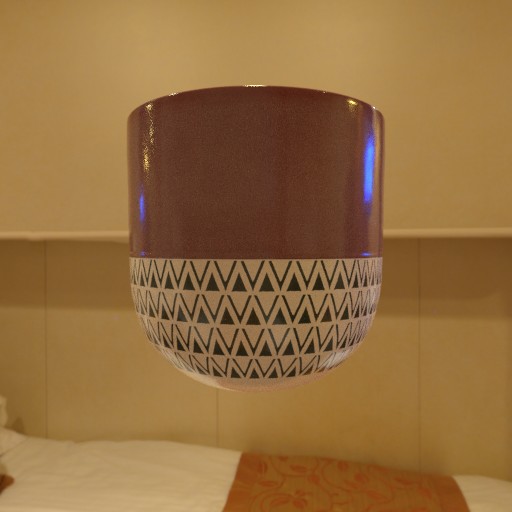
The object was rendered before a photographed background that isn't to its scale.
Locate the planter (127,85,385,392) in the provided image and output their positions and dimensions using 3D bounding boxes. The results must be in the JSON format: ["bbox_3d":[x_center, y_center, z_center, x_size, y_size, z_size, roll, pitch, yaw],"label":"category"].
[{"bbox_3d":[0.000,0.000,0.477,0.266,0.270,0.266,0,1,0],"label":"planter"}]
